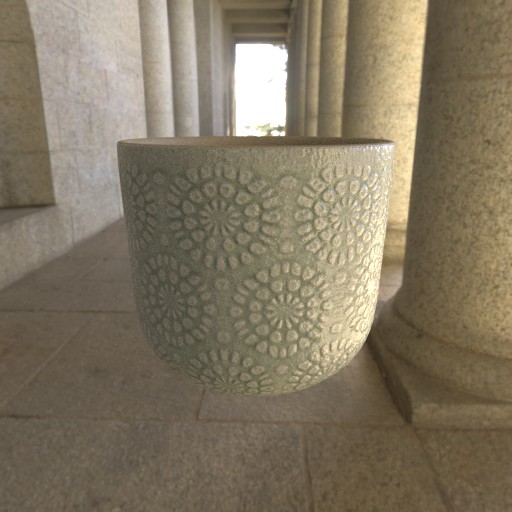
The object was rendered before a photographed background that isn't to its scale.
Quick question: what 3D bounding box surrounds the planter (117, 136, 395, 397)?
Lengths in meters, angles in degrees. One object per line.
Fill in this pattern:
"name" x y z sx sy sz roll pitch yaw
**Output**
"planter" 0.000 0.000 0.302 0.169 0.153 0.169 0 17 0
